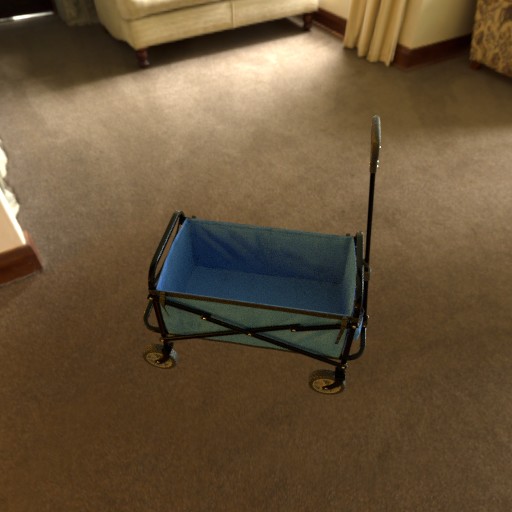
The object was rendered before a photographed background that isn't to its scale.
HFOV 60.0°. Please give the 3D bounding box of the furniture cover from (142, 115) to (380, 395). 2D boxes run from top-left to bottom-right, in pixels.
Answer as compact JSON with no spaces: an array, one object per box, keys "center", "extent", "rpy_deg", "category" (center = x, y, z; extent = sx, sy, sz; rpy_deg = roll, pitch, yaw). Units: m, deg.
[{"center":[0.000,0.000,1.850],"extent":[1.038,1.295,0.532],"rpy_deg":[7,46,7],"category":"furniture cover"}]
